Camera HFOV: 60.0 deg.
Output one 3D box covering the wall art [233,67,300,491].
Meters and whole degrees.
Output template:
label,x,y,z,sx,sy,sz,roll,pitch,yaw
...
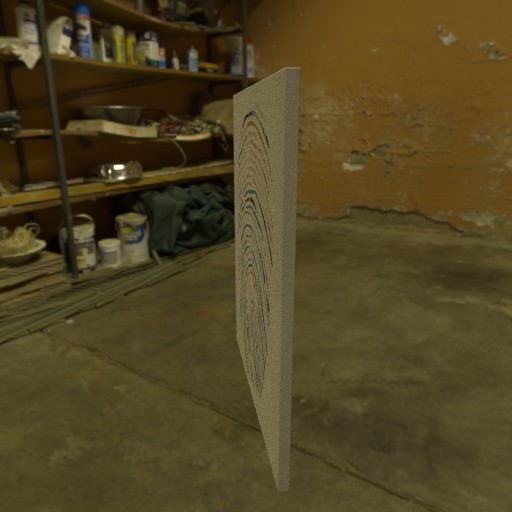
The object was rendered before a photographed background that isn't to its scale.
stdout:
label,x,y,z,sx,sy,sz,roll,pitch,yaw
wall art,0.000,0.000,0.990,0.021,0.710,0.609,-3,17,-9
